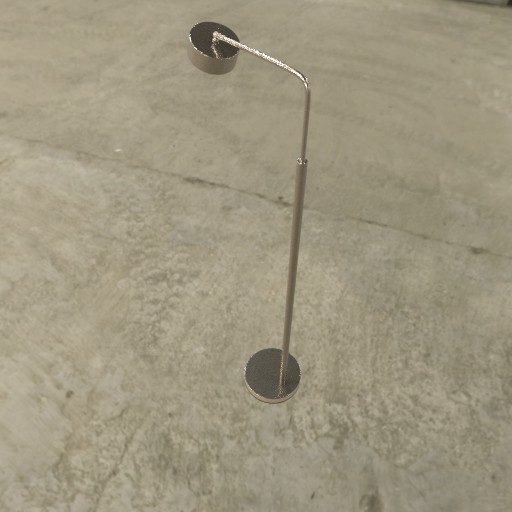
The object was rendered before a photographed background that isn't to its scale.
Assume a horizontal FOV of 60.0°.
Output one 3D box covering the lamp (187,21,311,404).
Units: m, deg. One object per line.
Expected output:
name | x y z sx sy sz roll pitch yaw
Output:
lamp | 0.000 0.000 1.371 0.222 1.250 0.421 -33 54 -27
